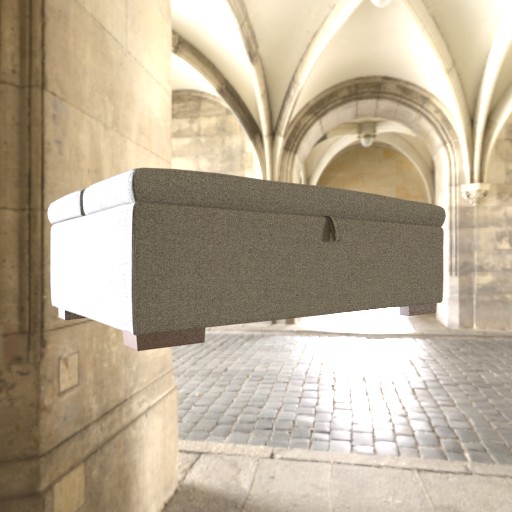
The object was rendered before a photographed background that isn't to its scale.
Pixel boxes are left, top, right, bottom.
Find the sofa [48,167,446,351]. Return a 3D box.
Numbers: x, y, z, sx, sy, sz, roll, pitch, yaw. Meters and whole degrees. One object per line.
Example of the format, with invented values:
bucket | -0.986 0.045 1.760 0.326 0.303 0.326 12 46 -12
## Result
sofa | 0.000 0.000 1.621 1.250 0.434 0.817 0 -1 -37
